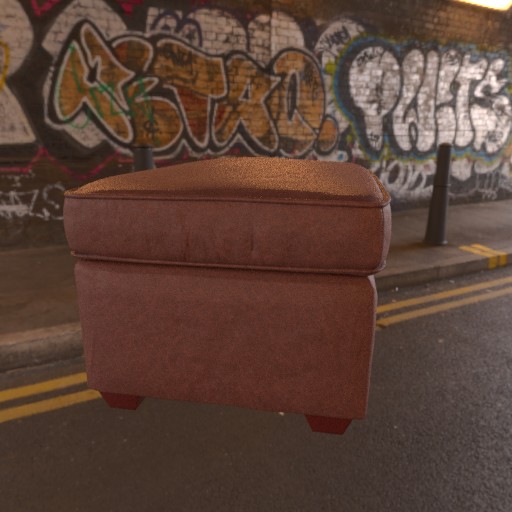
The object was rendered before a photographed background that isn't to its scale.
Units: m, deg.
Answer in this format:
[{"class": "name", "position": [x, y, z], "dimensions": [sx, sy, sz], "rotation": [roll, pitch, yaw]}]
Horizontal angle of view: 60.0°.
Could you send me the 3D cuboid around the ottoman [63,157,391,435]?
[{"class": "ottoman", "position": [0.000, 0.000, 1.060], "dimensions": [0.548, 0.449, 0.749], "rotation": [3, 15, 10]}]
